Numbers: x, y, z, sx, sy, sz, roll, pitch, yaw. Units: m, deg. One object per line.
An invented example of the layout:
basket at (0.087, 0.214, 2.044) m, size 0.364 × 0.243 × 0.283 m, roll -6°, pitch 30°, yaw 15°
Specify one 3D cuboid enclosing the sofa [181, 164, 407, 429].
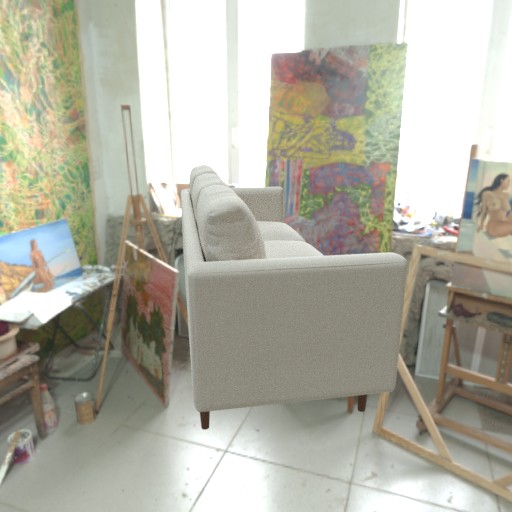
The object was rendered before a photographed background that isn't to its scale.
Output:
sofa at (0.000, 0.000, 2.521) m, size 0.802 × 0.912 × 2.029 m, roll -3°, pitch 16°, yaw -10°
